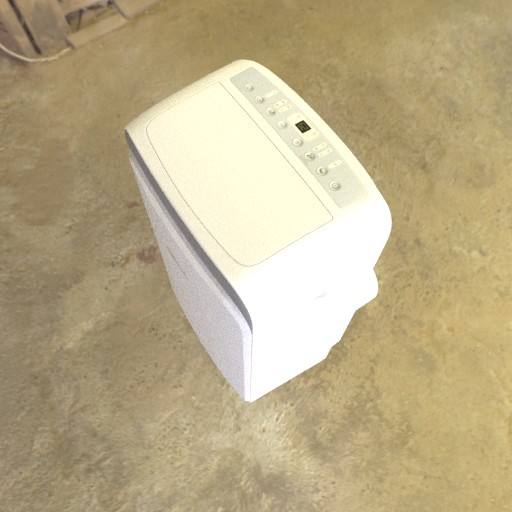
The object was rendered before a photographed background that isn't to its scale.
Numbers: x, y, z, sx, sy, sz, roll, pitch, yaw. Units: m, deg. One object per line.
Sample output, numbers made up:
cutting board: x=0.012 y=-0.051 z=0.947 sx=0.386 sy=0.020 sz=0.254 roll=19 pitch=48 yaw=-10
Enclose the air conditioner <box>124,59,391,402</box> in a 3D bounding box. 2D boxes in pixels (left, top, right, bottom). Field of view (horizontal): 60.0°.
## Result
air conditioner: x=0.000 y=0.000 z=0.964 sx=0.365 sy=0.700 sz=0.454 roll=-30 pitch=68 yaw=-14
